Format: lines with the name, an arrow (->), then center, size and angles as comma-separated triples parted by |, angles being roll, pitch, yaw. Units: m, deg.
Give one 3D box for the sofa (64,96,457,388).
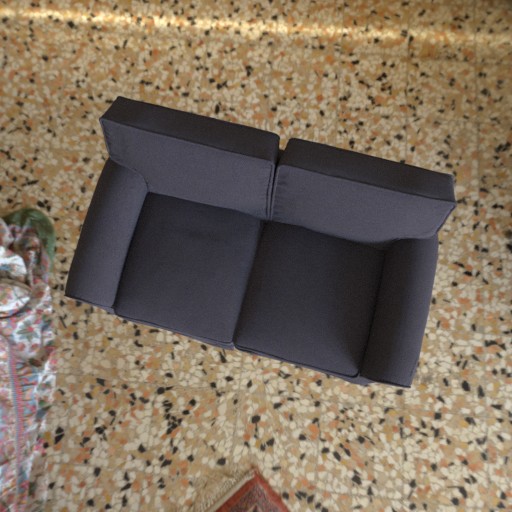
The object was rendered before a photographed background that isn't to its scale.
sofa -> 0.000, 0.000, 2.359 | 1.801, 1.059, 0.997 | 14, 76, 4
